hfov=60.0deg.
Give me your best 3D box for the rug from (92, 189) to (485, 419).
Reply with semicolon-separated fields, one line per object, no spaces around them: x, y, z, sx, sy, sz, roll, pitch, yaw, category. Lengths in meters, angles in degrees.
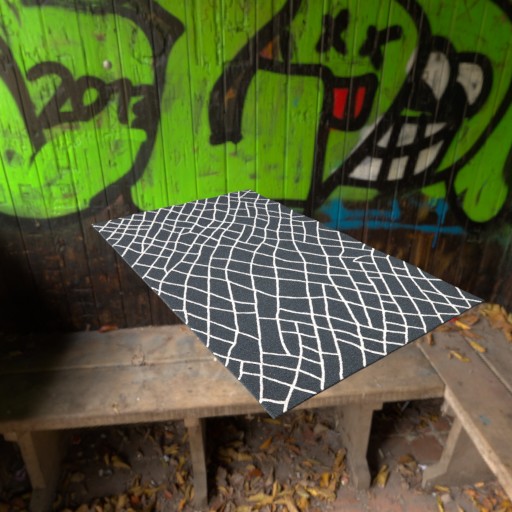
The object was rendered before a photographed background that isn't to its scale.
0.000;0.000;3.065;1.529;0.017;2.448;-18;32;-31;rug
